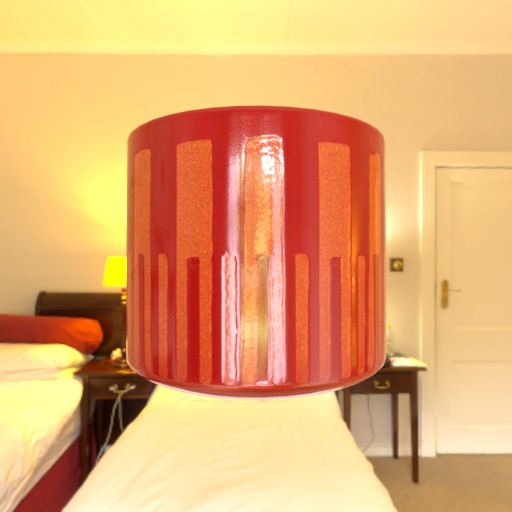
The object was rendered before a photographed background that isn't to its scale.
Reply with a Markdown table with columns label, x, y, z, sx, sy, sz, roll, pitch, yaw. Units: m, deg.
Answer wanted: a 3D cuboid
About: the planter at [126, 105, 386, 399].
| label | x | y | z | sx | sy | sz | roll | pitch | yaw |
| --- | --- | --- | --- | --- | --- | --- | --- | --- | --- |
| planter | 0.000 | 0.000 | 0.409 | 0.230 | 0.202 | 0.230 | 0 | 0 | 0 |
